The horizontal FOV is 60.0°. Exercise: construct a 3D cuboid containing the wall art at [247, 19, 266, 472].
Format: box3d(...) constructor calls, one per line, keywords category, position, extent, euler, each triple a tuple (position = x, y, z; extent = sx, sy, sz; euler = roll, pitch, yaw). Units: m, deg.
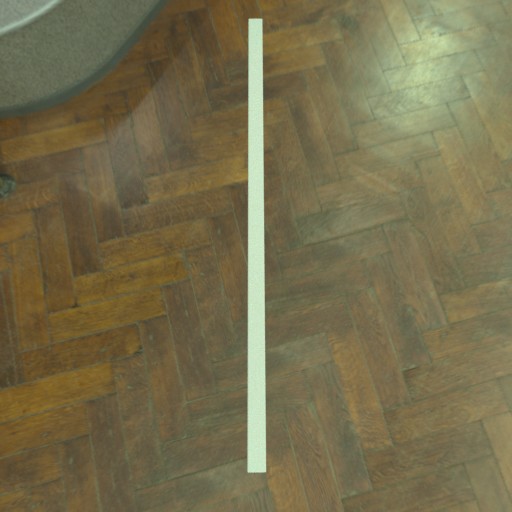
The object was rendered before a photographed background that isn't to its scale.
box3d(category="wall art", position=(0.000, 0.000, 1.902), extent=(0.051, 1.016, 1.520), euler=(0, 74, 0))
